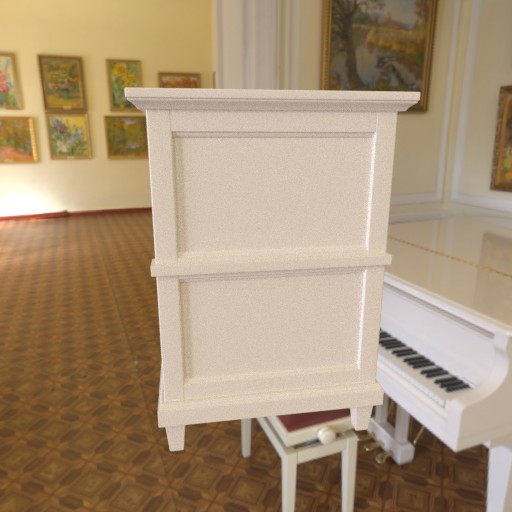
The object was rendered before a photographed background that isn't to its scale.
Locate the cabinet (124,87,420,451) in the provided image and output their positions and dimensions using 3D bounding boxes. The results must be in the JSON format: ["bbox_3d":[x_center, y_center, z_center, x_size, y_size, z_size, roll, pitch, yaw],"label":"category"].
[{"bbox_3d":[0.000,0.000,1.164,0.547,0.775,0.544,-3,16,-9],"label":"cabinet"}]
